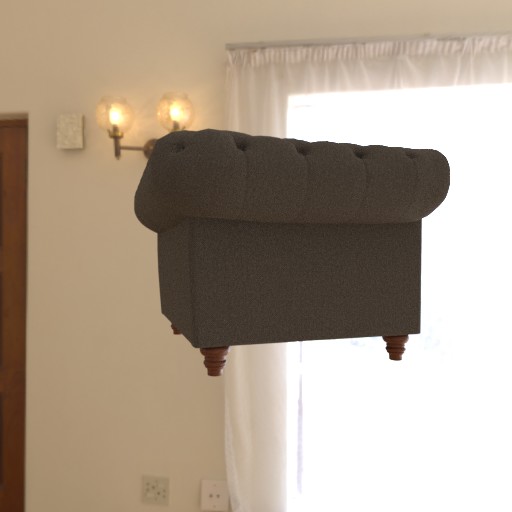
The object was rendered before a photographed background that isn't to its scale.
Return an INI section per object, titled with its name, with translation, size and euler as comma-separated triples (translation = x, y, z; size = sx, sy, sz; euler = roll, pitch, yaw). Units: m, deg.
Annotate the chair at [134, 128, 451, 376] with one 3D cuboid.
[chair]
translation = 0.000, 0.000, 1.900
size = 0.976, 0.770, 1.270
euler = 0, 0, -18
